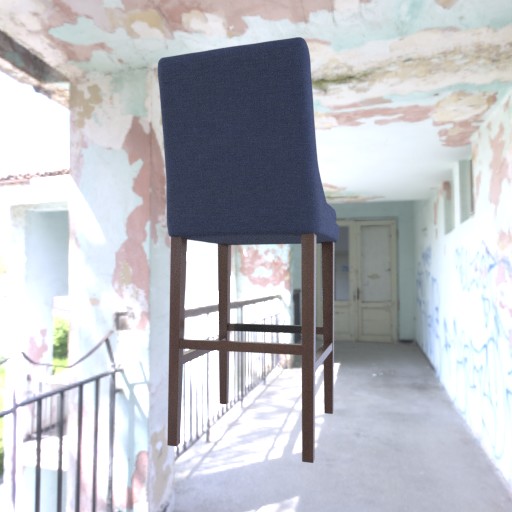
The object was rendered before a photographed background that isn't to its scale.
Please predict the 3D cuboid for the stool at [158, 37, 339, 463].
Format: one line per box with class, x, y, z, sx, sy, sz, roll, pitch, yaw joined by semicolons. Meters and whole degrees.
stool;0.000;0.000;1.388;0.470;1.078;0.577;-1;-2;16
